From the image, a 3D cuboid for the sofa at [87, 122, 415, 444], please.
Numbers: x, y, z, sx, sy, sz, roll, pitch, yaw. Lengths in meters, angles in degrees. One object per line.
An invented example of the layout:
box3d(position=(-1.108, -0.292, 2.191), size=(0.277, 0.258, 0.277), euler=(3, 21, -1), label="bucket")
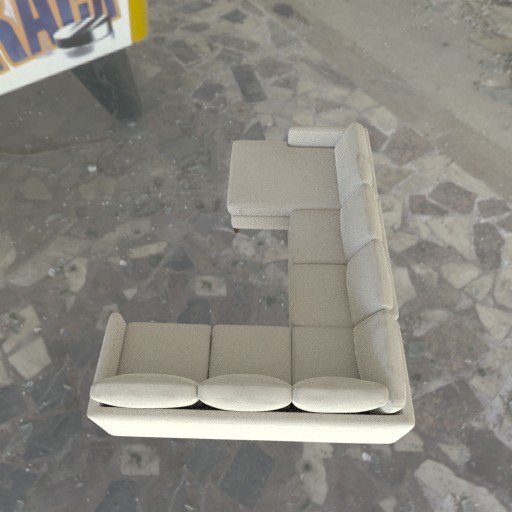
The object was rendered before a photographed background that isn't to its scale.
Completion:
box3d(position=(0.000, 0.000, 4.566), size=(2.593, 0.956, 3.459), euler=(1, 56, 1), label="sofa")
